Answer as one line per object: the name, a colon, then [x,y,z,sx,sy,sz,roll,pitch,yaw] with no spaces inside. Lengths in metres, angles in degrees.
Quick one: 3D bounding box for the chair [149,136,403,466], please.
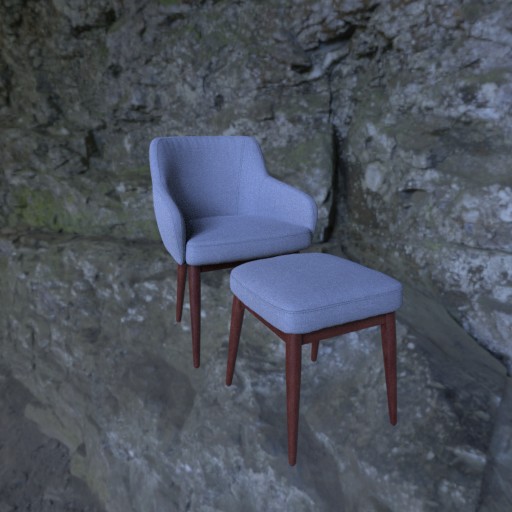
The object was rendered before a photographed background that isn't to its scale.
chair: [0.000,0.000,1.577,0.584,0.799,1.107,-8,19,-26]
